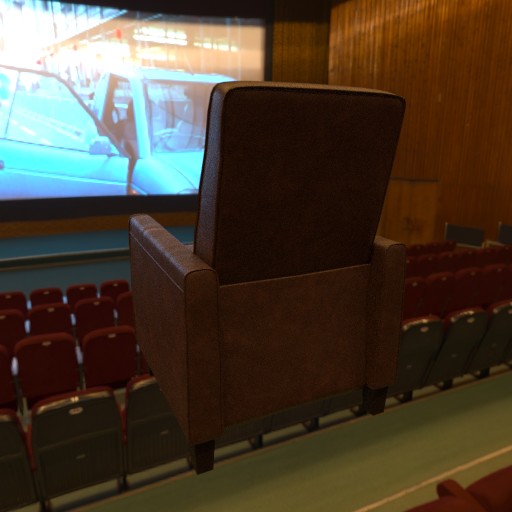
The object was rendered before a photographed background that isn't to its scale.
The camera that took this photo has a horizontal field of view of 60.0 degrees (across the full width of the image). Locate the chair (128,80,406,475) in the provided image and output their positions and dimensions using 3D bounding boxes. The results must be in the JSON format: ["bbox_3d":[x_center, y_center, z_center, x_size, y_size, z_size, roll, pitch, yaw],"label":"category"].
[{"bbox_3d":[0.000,0.000,1.476,0.705,1.013,0.746,-7,16,-25],"label":"chair"}]
